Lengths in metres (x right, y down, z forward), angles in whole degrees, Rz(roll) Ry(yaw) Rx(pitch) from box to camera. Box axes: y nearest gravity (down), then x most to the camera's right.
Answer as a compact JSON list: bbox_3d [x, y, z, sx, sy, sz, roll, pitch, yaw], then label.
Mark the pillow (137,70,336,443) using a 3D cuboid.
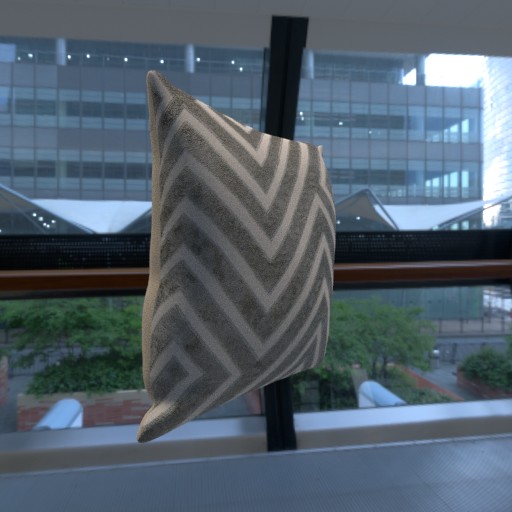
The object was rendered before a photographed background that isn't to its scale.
[{"bbox_3d":[0.000,0.000,0.687,0.182,0.441,0.440,0,0,37],"label":"pillow"}]
